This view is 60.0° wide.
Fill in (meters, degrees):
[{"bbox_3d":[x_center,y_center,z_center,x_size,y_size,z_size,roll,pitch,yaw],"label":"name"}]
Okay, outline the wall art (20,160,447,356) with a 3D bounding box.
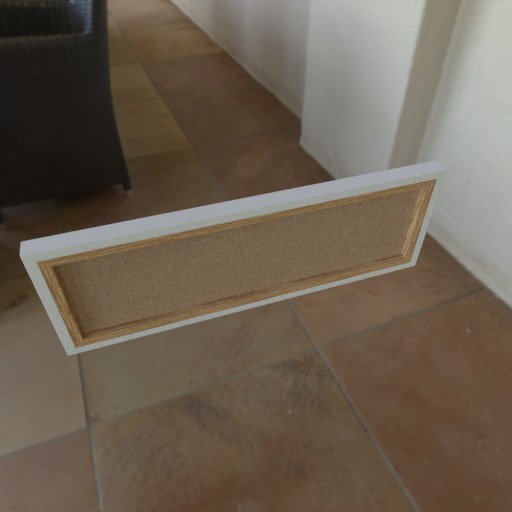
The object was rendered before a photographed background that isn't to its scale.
[{"bbox_3d":[0.000,0.000,0.856,0.763,0.255,0.038,-13,44,-14],"label":"wall art"}]
